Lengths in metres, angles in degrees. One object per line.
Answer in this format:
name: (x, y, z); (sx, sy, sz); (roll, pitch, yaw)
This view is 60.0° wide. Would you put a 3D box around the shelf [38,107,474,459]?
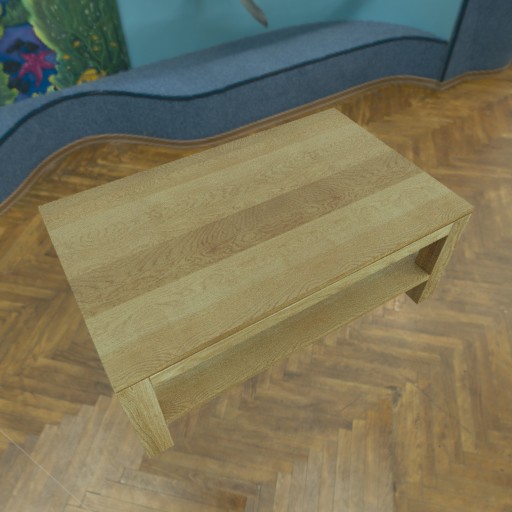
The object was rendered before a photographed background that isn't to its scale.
shelf: (0.000, 0.000, 1.529); (1.150, 0.450, 0.700); (-24, 52, -20)
